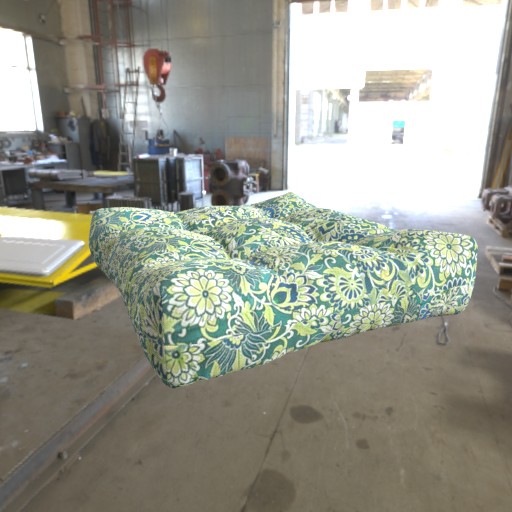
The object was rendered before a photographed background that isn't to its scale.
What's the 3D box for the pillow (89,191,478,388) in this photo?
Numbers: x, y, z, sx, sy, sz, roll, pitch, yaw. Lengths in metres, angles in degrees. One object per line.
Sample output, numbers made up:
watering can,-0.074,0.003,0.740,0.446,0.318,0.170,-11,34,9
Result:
pillow,0.000,0.000,0.721,0.468,0.128,0.490,-8,18,-26
